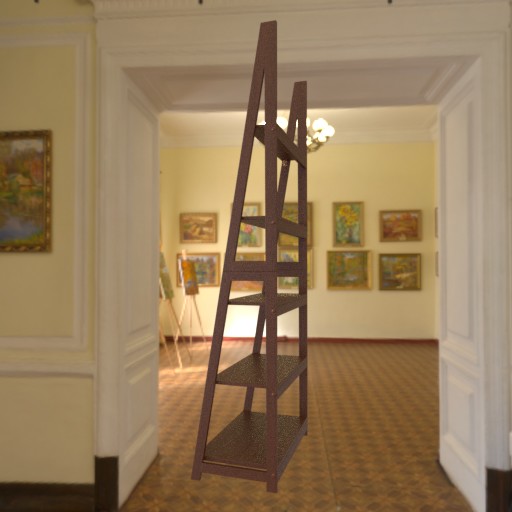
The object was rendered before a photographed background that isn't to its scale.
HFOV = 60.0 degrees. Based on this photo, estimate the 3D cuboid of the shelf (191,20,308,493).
[{"bbox_3d":[0.000,0.000,1.993,0.350,1.770,0.600,0,-1,18],"label":"shelf"}]
